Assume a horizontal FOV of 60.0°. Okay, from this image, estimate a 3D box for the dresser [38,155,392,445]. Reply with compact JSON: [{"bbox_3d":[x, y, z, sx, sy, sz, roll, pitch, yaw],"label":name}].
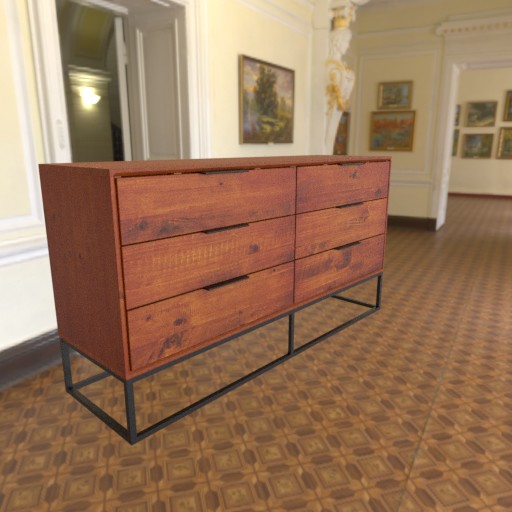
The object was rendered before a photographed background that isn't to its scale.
[{"bbox_3d":[0.000,0.000,1.900,0.464,0.810,1.536,13,19,41],"label":"dresser"}]
